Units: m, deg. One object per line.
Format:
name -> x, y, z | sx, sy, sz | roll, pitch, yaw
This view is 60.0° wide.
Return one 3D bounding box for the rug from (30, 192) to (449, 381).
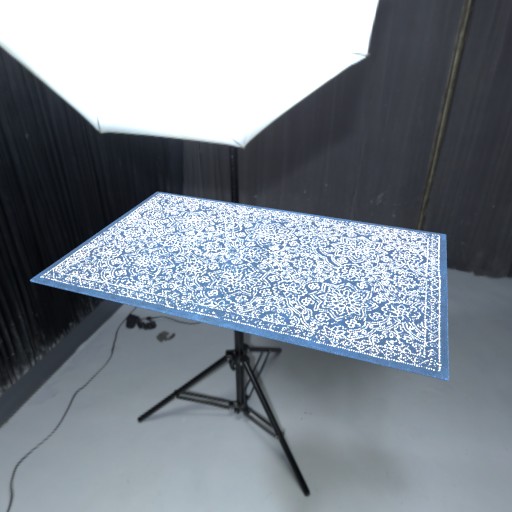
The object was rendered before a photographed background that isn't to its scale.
rug -> 0.000, 0.000, 3.017 | 2.441, 0.015, 1.526 | 10, 32, 17
